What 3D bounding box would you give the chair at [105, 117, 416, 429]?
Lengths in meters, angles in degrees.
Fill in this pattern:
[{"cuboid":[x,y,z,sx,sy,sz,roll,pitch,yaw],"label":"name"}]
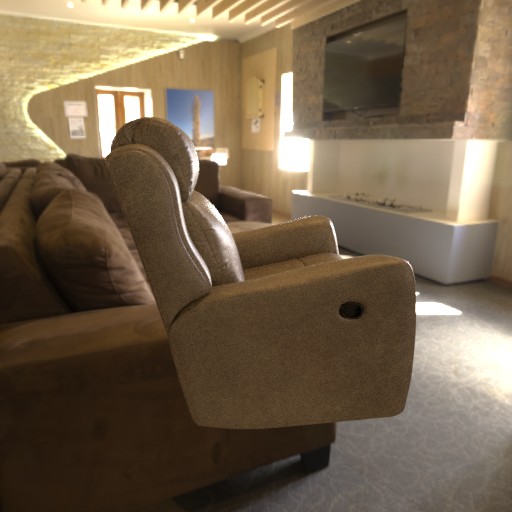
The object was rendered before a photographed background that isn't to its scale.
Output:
[{"cuboid":[0.000,0.000,1.912,1.068,1.116,0.965,-2,15,-9],"label":"chair"}]
